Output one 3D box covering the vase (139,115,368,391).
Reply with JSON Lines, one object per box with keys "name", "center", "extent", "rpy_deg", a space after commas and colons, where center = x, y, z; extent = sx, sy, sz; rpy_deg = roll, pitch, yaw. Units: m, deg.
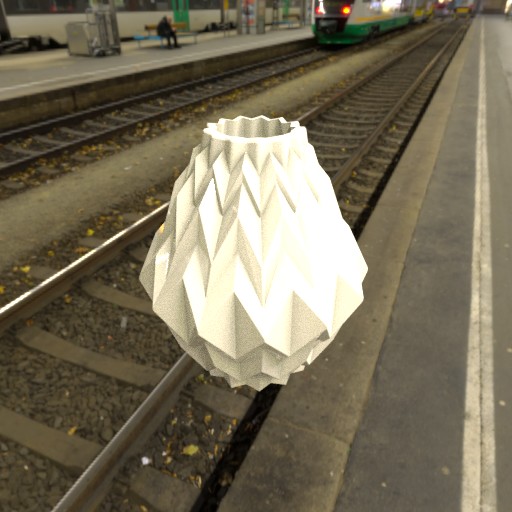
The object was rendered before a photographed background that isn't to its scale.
{"name": "vase", "center": [0.000, 0.000, 0.321], "extent": [0.164, 0.185, 0.164], "rpy_deg": [0, 30, 0]}
